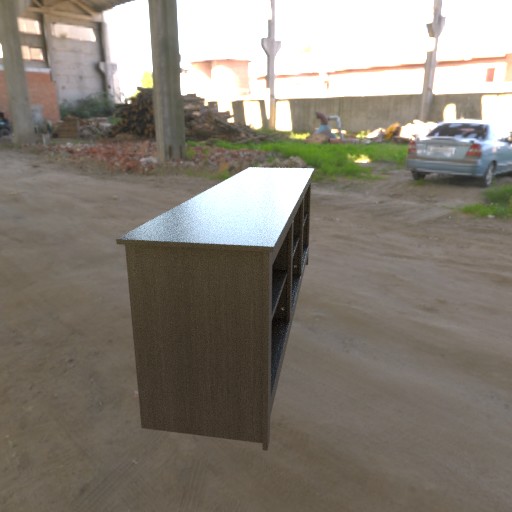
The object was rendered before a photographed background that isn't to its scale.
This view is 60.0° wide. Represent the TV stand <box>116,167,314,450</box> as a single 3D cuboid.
[{"bbox_3d":[0.000,0.000,2.024,0.406,0.610,1.778,3,17,10],"label":"TV stand"}]
